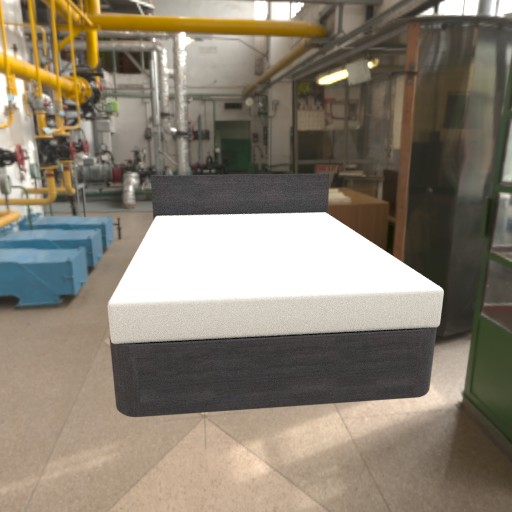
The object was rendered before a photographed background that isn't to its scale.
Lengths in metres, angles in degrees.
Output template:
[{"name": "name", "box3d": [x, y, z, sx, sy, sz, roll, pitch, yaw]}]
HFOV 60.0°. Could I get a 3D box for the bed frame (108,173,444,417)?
[{"name": "bed frame", "box3d": [0.000, 0.000, 2.674, 1.400, 0.800, 1.900, -2, 16, -6]}]
